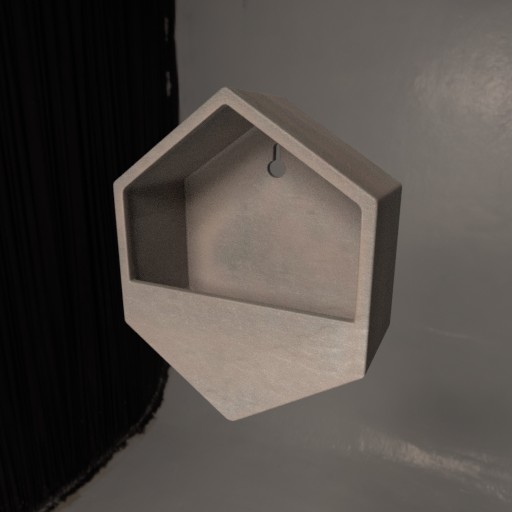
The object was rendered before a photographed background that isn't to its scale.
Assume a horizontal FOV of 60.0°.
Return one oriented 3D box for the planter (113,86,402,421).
[{"bbox_3d":[0.000,0.000,0.296,0.169,0.206,0.077,8,17,25],"label":"planter"}]
